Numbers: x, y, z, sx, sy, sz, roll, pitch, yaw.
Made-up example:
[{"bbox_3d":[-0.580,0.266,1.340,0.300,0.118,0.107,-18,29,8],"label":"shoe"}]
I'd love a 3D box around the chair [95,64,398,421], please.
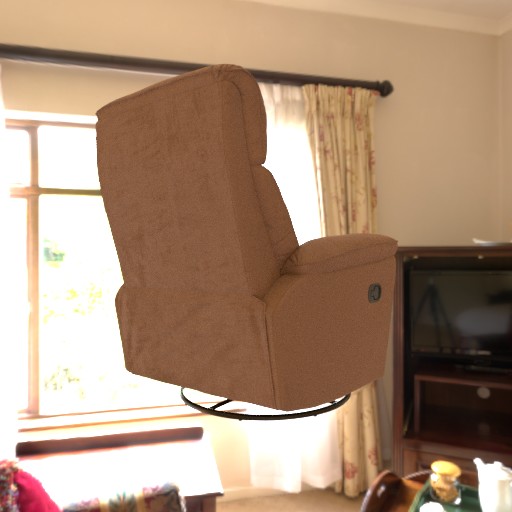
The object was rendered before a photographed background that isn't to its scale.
[{"bbox_3d":[0.000,0.000,1.660,0.820,1.037,1.004,0,0,37],"label":"chair"}]
